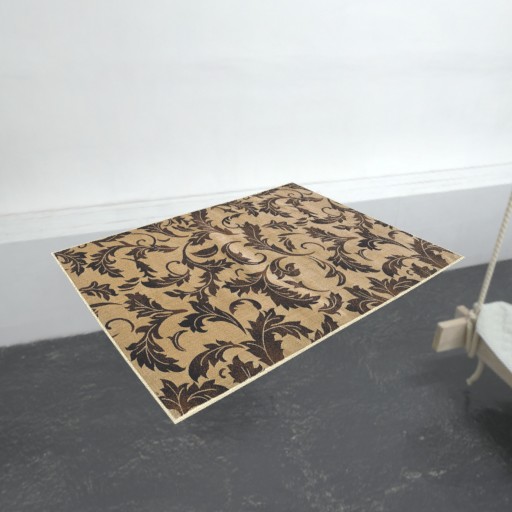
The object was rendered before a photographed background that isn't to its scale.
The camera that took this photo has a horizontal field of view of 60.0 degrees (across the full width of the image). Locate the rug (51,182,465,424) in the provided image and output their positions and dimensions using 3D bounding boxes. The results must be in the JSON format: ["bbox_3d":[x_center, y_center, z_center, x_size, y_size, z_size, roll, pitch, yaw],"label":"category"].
[{"bbox_3d":[0.000,0.000,4.037,2.977,0.008,2.380,-21,37,-32],"label":"rug"}]
